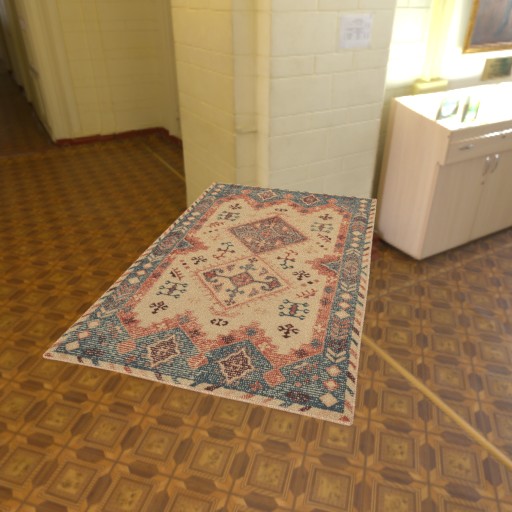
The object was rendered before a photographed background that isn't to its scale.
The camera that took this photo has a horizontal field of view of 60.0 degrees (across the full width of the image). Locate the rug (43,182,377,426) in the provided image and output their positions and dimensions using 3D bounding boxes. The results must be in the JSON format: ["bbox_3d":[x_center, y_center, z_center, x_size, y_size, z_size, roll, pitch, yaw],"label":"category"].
[{"bbox_3d":[0.000,0.000,3.036,1.521,0.023,2.464,8,31,13],"label":"rug"}]
